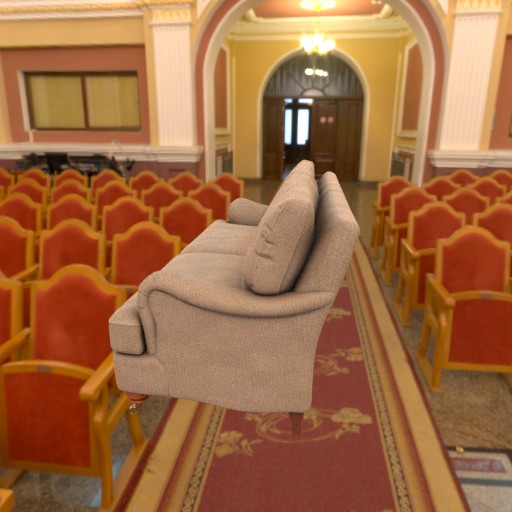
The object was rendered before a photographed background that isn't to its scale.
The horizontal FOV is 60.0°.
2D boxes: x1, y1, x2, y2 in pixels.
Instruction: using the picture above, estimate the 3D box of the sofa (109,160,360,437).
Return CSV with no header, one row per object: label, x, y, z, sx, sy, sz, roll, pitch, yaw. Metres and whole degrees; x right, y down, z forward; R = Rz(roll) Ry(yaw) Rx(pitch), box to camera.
sofa,0.000,0.000,2.858,1.069,1.096,2.193,2,16,7
